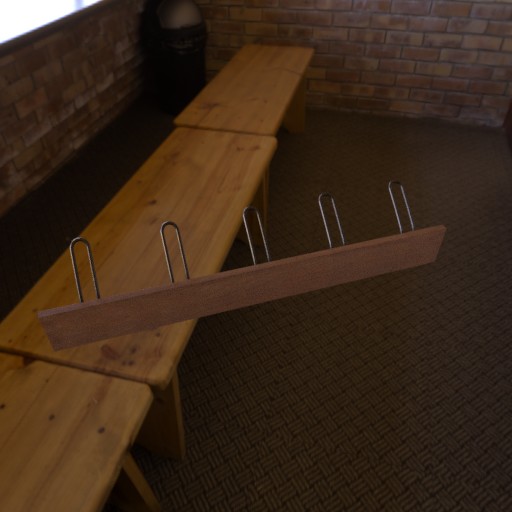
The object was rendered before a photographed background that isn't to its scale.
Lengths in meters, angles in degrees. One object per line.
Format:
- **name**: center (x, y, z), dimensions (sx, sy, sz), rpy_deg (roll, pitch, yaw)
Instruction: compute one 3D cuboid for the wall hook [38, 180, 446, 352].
- **wall hook**: center (0.000, 0.000, 0.611), dimensions (0.554, 0.116, 0.076), rpy_deg (-12, 42, -13)
